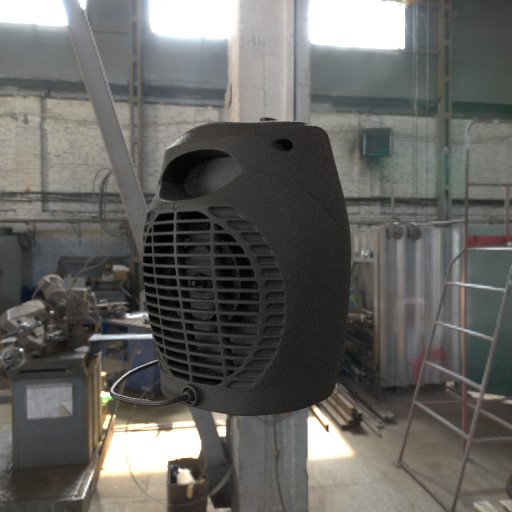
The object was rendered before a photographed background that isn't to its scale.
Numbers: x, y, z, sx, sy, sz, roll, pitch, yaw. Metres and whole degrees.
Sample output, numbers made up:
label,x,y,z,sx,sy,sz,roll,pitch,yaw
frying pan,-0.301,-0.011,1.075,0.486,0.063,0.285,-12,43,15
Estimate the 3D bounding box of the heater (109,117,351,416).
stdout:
label,x,y,z,sx,sy,sz,roll,pitch,yaw
heater,0.000,0.000,0.463,0.239,0.240,0.291,0,1,36
